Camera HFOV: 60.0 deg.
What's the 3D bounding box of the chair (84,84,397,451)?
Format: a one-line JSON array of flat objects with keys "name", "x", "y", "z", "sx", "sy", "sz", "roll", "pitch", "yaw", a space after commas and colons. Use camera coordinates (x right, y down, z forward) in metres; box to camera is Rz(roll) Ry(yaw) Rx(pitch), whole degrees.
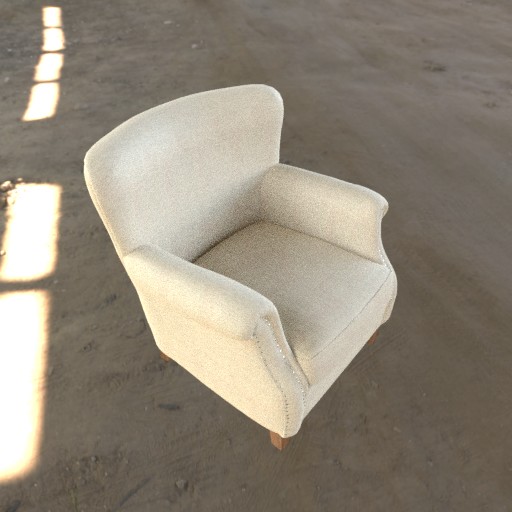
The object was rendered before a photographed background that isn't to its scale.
[{"name": "chair", "x": 0.000, "y": 0.000, "z": 1.626, "sx": 0.921, "sy": 0.936, "sz": 0.861, "roll": 28, "pitch": 48, "yaw": 29}]
